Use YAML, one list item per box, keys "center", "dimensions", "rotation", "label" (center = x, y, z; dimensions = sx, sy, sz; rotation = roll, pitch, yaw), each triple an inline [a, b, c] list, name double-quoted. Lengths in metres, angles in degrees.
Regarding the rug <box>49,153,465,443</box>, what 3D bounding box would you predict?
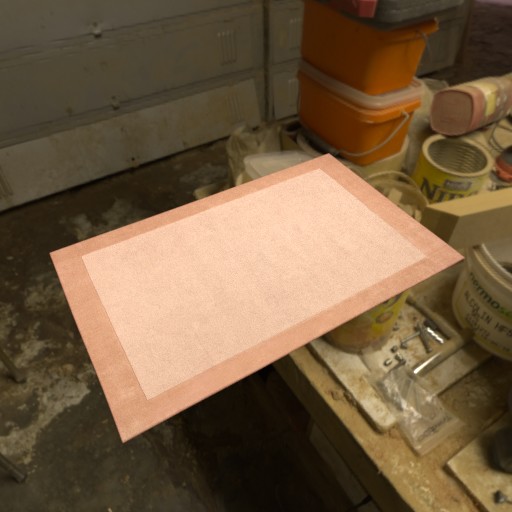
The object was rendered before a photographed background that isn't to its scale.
- center: [0.000, 0.000, 3.059]
  dimensions: [2.438, 0.014, 1.524]
  rotation: [-23, 50, -21]
  label: "rug"
